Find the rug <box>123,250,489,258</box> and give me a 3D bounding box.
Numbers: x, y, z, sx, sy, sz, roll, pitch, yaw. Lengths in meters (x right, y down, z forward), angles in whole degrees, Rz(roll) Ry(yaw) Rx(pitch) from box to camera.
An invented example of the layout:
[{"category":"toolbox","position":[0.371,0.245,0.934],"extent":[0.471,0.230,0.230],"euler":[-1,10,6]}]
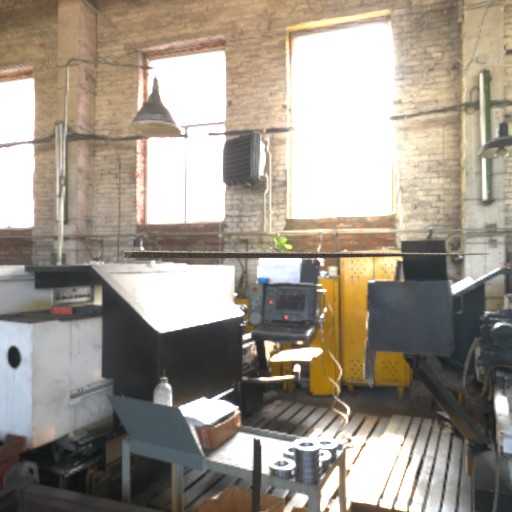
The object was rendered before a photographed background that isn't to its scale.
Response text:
[{"category":"rug","position":[0.000,0.000,4.250],"extent":[2.437,0.015,3.205],"euler":[0,-1,-17]}]
